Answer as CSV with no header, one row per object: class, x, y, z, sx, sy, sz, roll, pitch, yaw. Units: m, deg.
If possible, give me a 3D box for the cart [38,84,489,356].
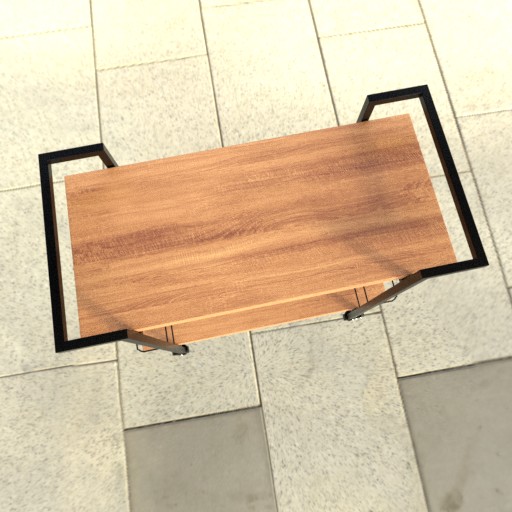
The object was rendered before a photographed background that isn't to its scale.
cart,0.000,0.000,1.223,0.806,0.762,0.406,-11,76,-3
